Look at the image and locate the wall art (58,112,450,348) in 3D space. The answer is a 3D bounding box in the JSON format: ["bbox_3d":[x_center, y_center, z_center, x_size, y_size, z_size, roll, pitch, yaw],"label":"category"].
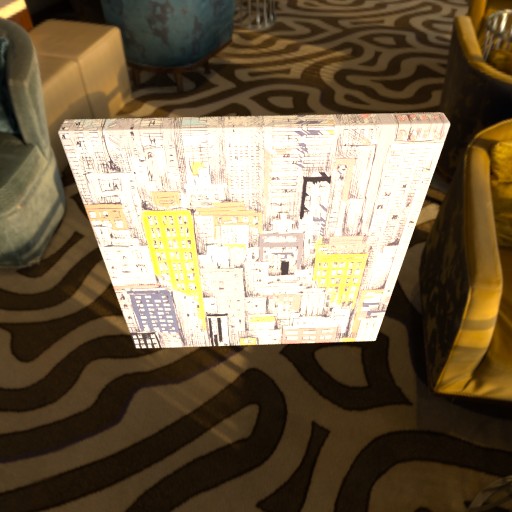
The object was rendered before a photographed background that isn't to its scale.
[{"bbox_3d":[0.000,0.000,0.912,0.607,0.608,0.038,-2,46,-2],"label":"wall art"}]
